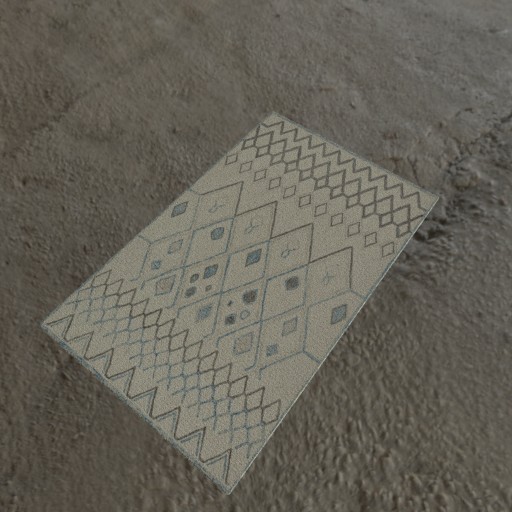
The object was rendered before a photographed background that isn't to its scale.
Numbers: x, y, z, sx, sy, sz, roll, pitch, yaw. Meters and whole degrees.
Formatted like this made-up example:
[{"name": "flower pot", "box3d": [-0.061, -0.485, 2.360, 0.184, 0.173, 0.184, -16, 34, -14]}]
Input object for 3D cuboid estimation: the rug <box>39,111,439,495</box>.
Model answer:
[{"name": "rug", "box3d": [0.000, 0.000, 3.001, 1.524, 0.015, 2.439, 33, 64, 19]}]
